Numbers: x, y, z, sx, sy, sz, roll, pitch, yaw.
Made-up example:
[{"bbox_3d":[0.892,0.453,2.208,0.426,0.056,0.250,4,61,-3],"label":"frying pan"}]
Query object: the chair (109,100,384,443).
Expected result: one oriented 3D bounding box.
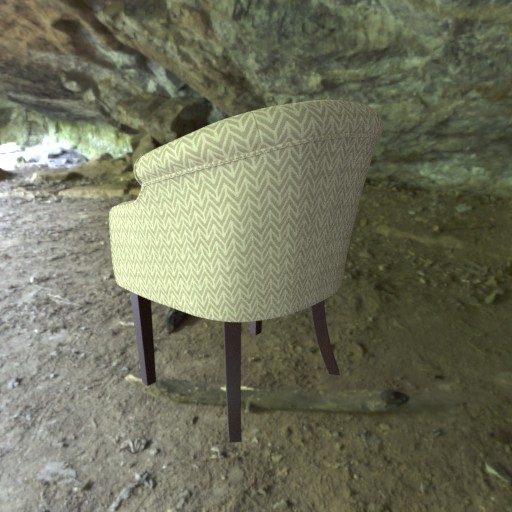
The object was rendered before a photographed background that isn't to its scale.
[{"bbox_3d":[0.000,0.000,1.313,0.613,0.858,0.686,16,24,42],"label":"chair"}]
